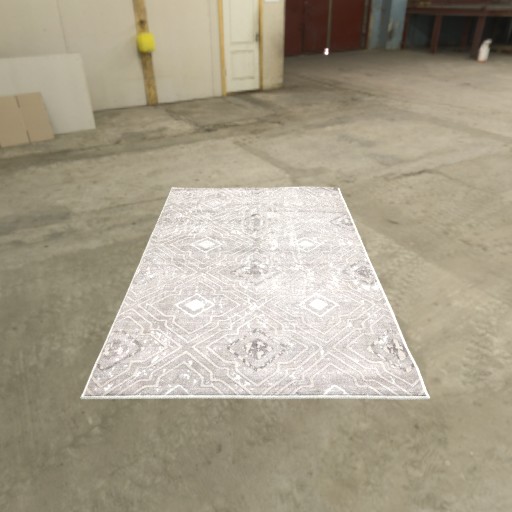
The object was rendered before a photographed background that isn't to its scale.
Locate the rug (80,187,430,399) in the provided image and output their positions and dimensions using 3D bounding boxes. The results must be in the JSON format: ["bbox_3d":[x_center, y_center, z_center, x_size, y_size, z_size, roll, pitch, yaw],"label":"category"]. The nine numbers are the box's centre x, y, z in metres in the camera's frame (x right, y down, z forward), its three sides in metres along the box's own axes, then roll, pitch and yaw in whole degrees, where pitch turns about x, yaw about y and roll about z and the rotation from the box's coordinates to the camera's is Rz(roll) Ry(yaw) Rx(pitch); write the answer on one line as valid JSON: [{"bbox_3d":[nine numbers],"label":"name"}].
[{"bbox_3d":[0.000,0.000,2.983,1.537,0.036,2.447,0,31,0],"label":"rug"}]
